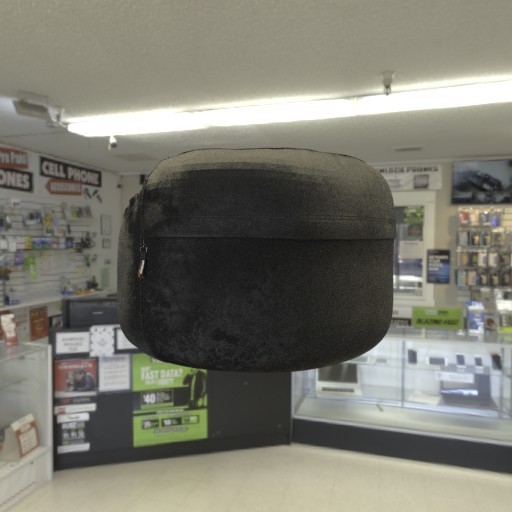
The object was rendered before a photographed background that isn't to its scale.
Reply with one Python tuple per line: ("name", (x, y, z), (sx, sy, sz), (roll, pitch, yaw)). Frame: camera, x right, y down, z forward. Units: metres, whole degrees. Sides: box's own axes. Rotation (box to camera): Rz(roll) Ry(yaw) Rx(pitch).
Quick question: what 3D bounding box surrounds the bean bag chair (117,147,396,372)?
("bean bag chair", (0.000, 0.000, 1.516), (0.918, 0.605, 0.918), (0, 2, 0))
